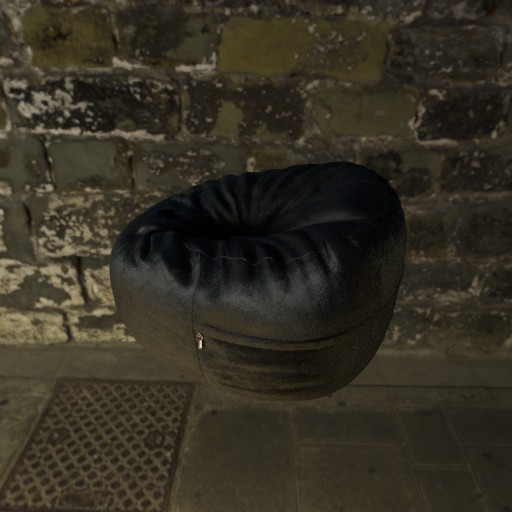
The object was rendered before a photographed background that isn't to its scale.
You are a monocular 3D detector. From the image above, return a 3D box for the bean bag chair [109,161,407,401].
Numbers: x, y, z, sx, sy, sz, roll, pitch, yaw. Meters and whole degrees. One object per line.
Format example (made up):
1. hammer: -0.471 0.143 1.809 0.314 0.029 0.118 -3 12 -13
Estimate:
1. bean bag chair: 0.000 0.000 2.409 1.524 0.878 1.524 8 32 14
